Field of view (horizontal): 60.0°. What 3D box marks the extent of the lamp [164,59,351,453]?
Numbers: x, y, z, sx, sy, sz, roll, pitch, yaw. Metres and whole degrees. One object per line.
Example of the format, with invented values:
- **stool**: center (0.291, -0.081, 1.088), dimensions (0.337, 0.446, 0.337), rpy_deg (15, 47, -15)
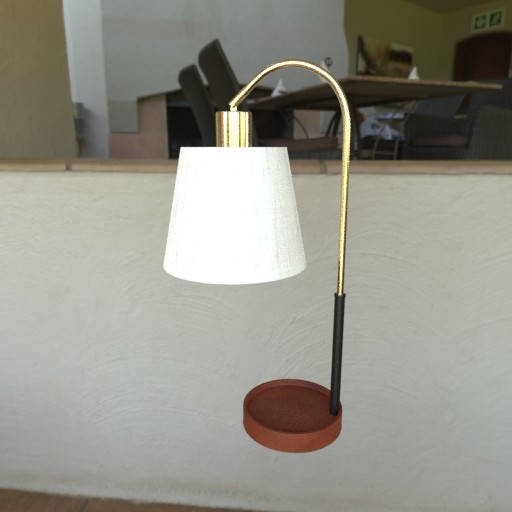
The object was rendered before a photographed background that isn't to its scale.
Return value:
- **lamp**: center (0.000, 0.000, 0.654), dimensions (0.273, 0.536, 0.211), rpy_deg (2, 14, 10)
